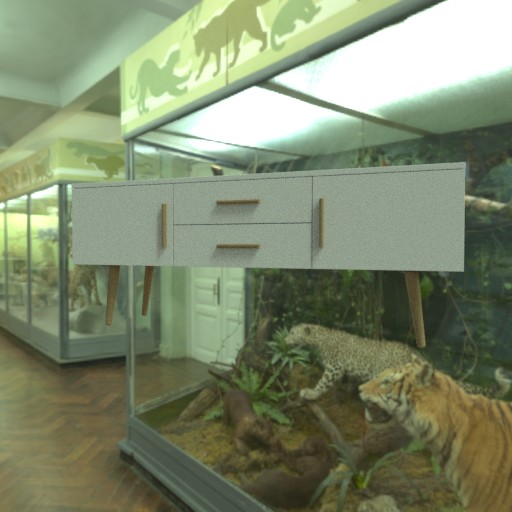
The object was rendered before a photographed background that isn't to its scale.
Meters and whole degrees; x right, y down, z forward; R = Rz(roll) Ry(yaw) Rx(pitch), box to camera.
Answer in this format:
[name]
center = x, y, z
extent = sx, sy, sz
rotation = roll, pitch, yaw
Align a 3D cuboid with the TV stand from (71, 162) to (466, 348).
[TV stand]
center = 0.000, 0.000, 1.679
extent = 1.398, 0.560, 0.401
rotation = 1, 2, 19
